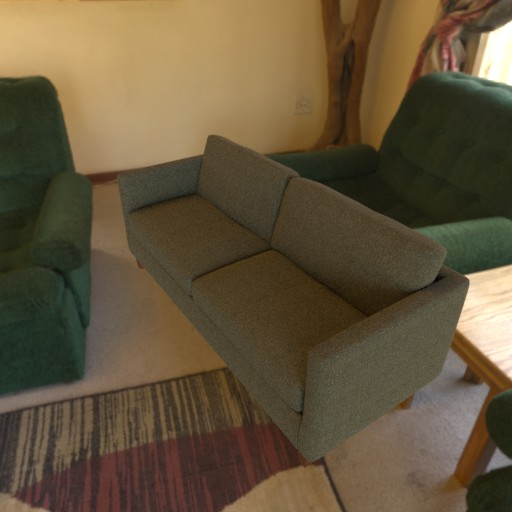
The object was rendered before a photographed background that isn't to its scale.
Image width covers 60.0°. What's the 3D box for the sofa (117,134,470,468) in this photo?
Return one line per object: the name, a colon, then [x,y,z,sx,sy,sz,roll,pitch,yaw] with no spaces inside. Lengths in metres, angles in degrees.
sofa: [0.000,0.000,2.729,0.948,0.965,2.208,-20,38,-28]
